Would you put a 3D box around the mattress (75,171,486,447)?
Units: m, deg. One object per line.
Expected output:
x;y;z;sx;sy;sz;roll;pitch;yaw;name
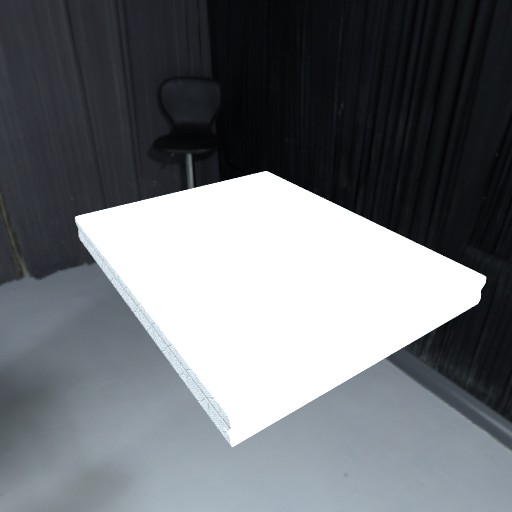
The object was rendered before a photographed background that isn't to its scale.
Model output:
0.000;0.000;2.710;1.600;0.200;2.000;-19;35;-29;mattress
